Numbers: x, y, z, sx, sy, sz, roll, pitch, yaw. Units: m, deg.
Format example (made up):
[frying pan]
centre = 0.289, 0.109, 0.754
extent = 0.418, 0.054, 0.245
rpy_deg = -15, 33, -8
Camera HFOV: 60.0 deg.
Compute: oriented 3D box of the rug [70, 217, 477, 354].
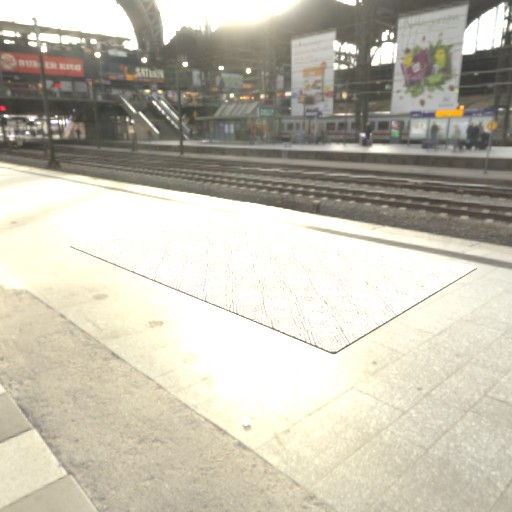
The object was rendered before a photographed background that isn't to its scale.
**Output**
[rug]
centre = 0.000, 0.000, 2.292
extent = 1.783, 0.008, 1.175
rpy_deg = 15, 22, 42
